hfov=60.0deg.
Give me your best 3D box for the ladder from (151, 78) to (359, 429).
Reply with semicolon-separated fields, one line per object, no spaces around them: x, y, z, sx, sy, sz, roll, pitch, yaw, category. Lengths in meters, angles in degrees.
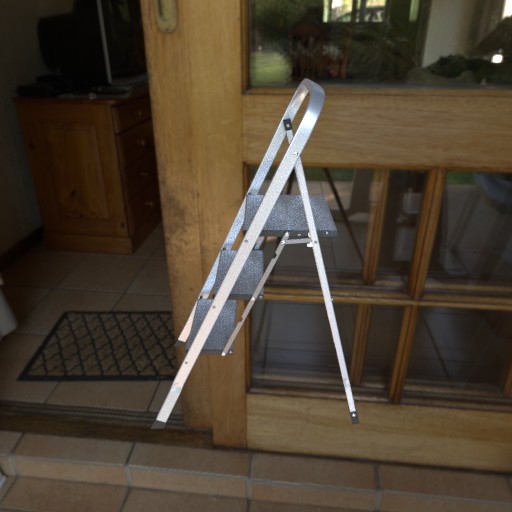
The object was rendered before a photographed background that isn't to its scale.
0.000;0.000;1.450;0.704;1.070;0.465;0;27;1;ladder
